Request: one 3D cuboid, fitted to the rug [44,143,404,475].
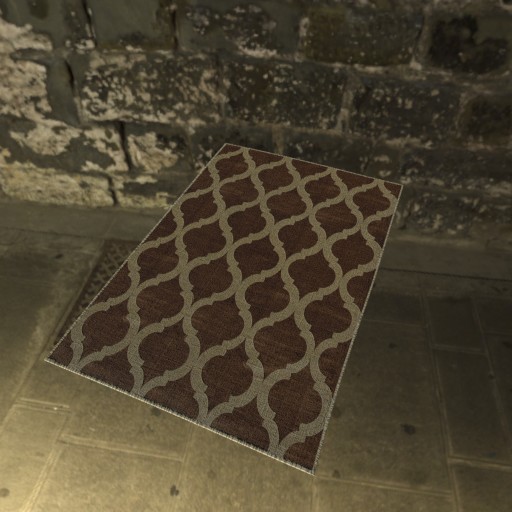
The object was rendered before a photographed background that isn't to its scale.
[{"bbox_3d":[0.000,0.000,2.895,1.522,0.008,2.284,17,49,15],"label":"rug"}]
